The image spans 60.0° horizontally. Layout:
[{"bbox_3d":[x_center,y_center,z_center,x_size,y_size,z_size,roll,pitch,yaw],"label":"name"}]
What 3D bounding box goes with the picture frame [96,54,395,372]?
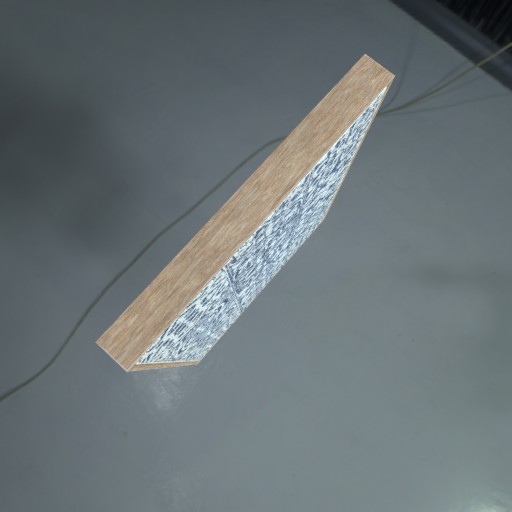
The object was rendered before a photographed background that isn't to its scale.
[{"bbox_3d":[0.000,0.000,0.719,0.043,0.526,0.424,40,80,8],"label":"picture frame"}]
